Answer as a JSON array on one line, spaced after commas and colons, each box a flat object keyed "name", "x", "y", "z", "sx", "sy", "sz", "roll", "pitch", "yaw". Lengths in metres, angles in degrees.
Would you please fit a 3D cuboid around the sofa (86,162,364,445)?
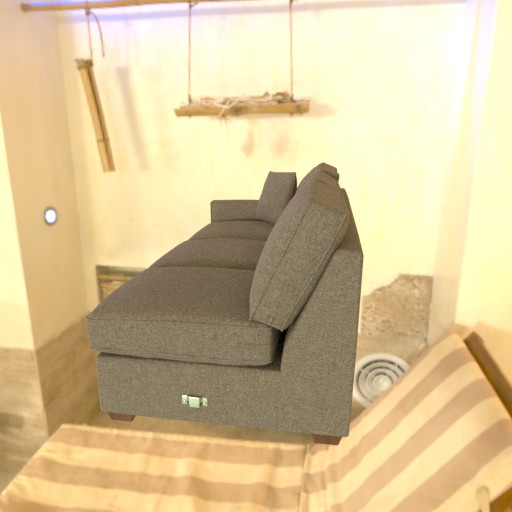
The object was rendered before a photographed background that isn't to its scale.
[{"name": "sofa", "x": 0.000, "y": 0.000, "z": 2.510, "sx": 1.034, "sy": 0.946, "sz": 1.963, "roll": 2, "pitch": 16, "yaw": 9}]
